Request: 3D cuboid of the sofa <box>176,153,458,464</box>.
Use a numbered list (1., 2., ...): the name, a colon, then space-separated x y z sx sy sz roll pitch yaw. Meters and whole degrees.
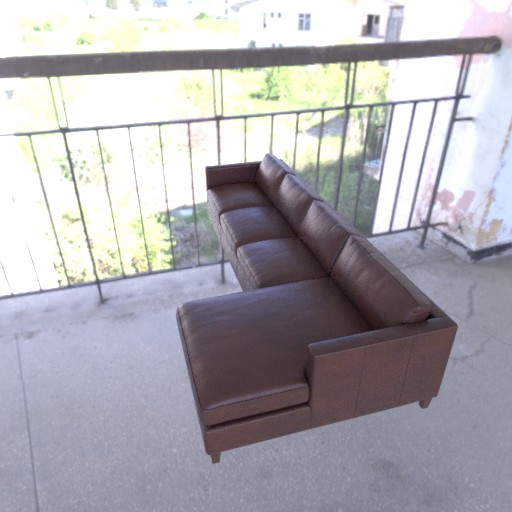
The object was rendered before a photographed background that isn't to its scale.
1. sofa: 0.000 0.000 3.900 1.581 0.883 3.203 -9 32 -14
